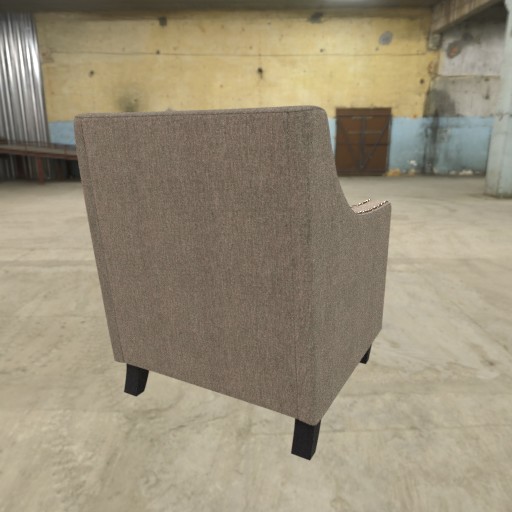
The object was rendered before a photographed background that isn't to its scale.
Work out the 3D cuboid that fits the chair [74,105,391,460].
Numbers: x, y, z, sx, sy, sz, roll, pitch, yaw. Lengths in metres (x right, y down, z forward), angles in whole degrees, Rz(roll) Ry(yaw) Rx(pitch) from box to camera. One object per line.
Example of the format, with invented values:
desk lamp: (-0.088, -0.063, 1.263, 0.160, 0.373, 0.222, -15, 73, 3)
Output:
chair: (0.000, 0.000, 1.600, 0.776, 0.967, 0.884, 8, 17, 28)
